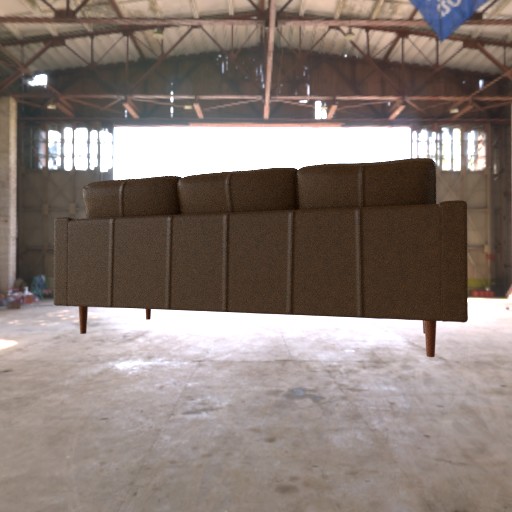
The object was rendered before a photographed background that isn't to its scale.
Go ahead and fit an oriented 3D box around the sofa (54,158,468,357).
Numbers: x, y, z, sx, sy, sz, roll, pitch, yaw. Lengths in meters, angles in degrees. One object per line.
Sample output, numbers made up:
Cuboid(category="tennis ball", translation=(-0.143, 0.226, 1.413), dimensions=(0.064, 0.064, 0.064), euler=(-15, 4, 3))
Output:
Cuboid(category="sofa", translation=(0.000, 0.000, 2.680), dimensions=(2.231, 0.930, 0.903), euler=(0, -1, 20))
